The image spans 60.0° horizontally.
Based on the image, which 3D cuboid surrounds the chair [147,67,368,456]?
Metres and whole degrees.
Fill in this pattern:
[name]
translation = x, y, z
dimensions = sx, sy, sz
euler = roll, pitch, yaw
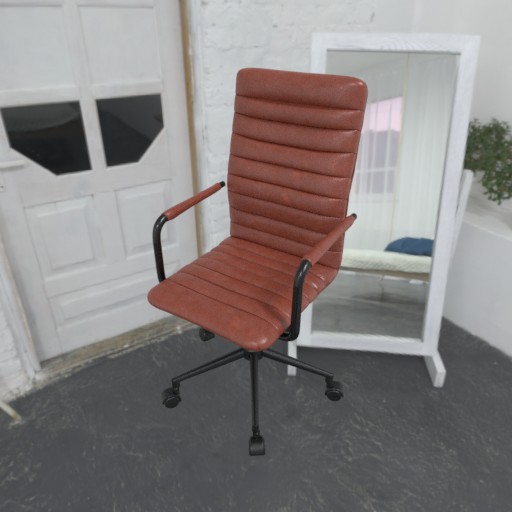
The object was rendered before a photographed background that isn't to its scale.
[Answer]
[chair]
translation = 0.000, 0.000, 1.321
dimensions = 0.608, 0.979, 0.580
euler = 18, 35, 29
